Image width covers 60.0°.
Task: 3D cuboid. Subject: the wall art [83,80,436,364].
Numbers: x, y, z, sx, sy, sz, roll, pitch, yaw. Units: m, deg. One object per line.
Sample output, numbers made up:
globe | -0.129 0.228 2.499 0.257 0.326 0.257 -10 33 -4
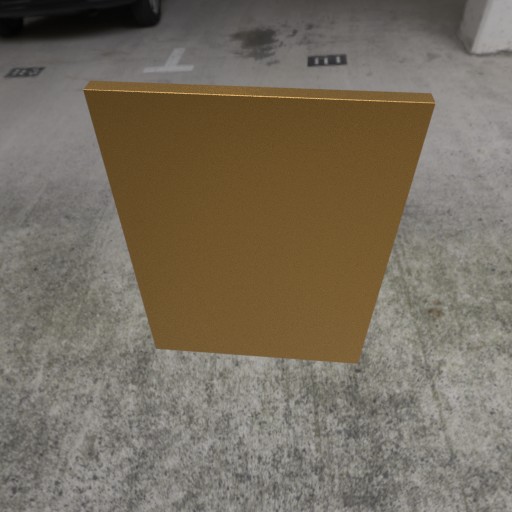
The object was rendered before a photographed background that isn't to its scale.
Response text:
wall art | 0.000 0.000 1.062 0.610 0.812 0.038 3 45 3
